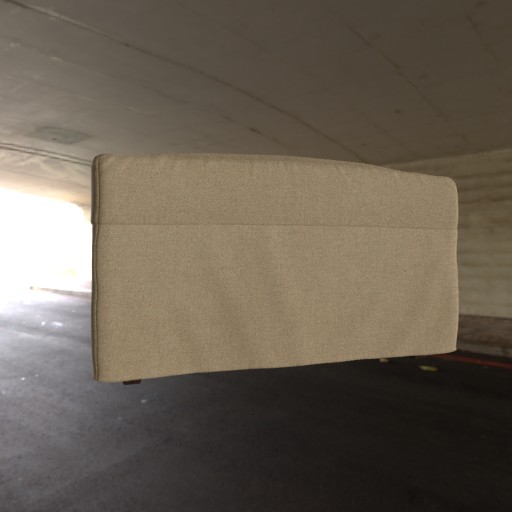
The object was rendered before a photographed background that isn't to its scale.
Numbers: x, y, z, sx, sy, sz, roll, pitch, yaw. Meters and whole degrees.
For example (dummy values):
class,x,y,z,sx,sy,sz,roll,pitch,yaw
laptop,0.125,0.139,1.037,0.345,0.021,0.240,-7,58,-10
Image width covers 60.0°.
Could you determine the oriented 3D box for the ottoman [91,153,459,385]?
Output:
class,x,y,z,sx,sy,sz,roll,pitch,yaw
ottoman,0.000,0.000,1.231,0.833,0.485,0.650,0,1,-18
